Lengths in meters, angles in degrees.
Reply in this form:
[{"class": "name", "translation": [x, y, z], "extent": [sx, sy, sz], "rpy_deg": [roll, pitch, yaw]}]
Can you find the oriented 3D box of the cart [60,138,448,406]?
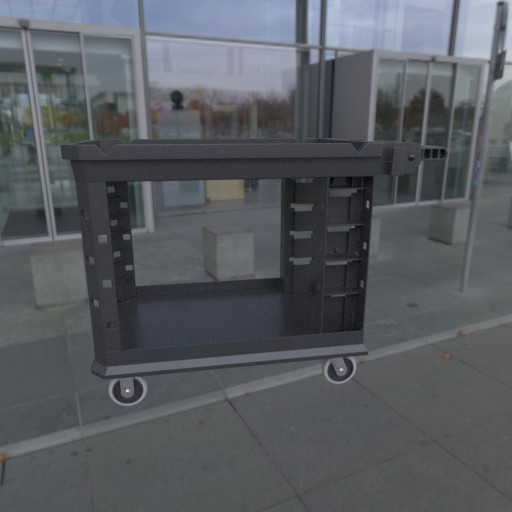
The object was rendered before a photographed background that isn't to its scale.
[{"class": "cart", "translation": [0.000, 0.000, 1.755], "extent": [1.239, 0.884, 0.674], "rpy_deg": [-3, 16, -10]}]
